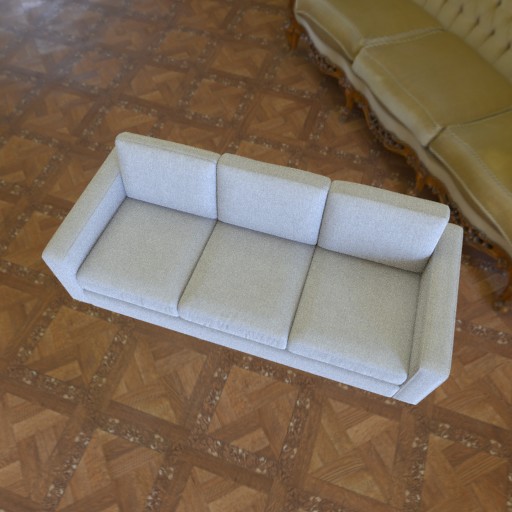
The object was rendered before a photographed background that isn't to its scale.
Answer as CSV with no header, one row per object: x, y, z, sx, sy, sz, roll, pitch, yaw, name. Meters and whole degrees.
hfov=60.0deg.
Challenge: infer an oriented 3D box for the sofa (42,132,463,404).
0.000,0.000,2.509,2.120,0.800,0.900,15,59,9,sofa
